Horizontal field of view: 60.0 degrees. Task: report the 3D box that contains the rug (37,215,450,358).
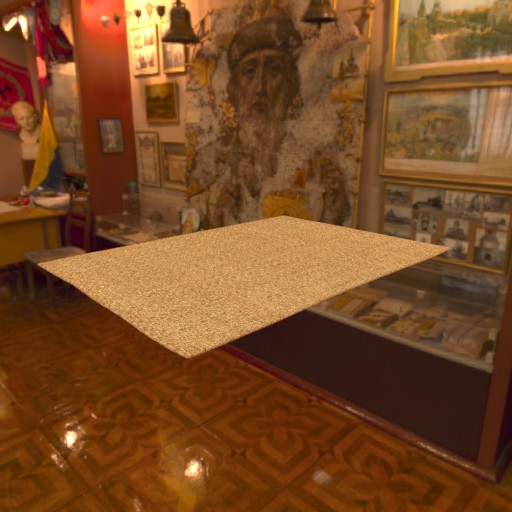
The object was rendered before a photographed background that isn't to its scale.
[{"bbox_3d":[0.000,0.000,2.800,2.141,0.013,1.566,-15,22,-42],"label":"rug"}]
